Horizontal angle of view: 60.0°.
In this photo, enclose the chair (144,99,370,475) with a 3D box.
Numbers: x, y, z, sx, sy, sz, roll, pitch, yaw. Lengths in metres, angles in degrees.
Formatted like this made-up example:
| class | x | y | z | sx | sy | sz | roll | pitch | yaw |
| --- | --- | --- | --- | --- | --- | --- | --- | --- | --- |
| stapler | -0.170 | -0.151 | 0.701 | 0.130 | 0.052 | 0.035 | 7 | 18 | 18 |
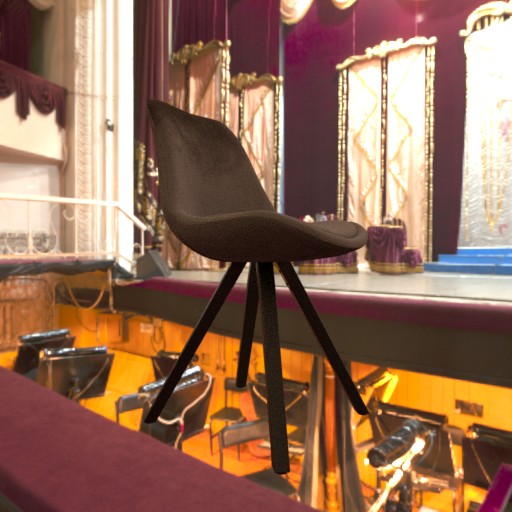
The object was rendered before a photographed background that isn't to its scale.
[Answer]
| class | x | y | z | sx | sy | sz | roll | pitch | yaw |
| --- | --- | --- | --- | --- | --- | --- | --- | --- | --- |
| chair | 0.000 | 0.000 | 1.158 | 0.550 | 0.850 | 0.476 | 0 | 1 | 37 |
